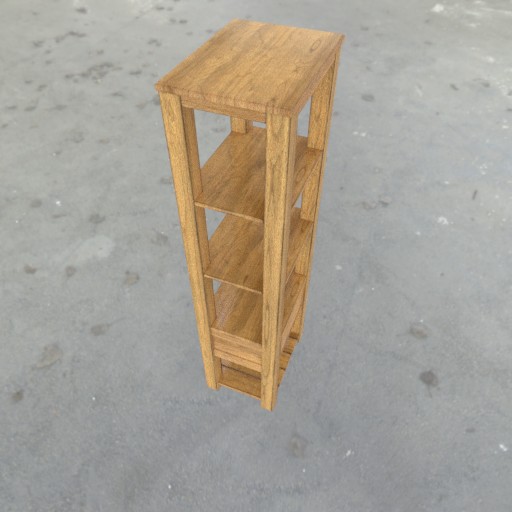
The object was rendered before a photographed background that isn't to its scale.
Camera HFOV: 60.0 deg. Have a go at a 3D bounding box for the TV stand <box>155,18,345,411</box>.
[{"bbox_3d":[0.000,0.000,2.055,0.435,1.828,0.565,16,49,15],"label":"TV stand"}]
